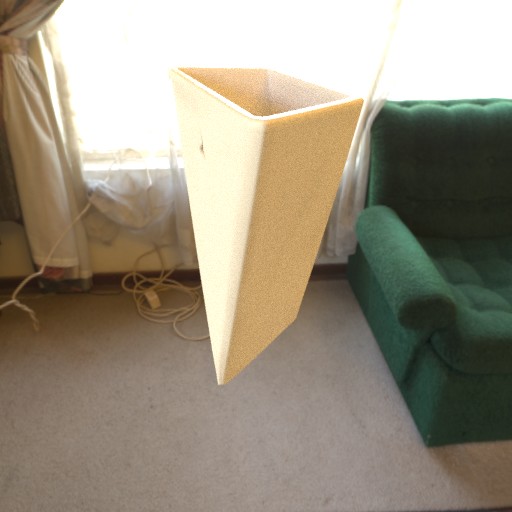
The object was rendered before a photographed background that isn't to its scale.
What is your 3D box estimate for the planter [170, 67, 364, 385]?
[{"bbox_3d":[0.000,0.000,0.268,0.060,0.197,0.150,-11,32,-18],"label":"planter"}]
